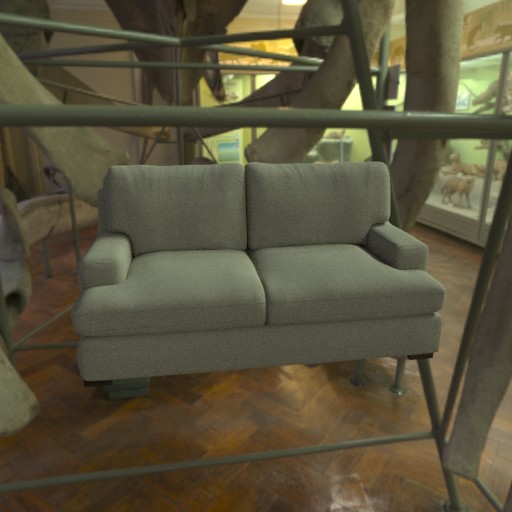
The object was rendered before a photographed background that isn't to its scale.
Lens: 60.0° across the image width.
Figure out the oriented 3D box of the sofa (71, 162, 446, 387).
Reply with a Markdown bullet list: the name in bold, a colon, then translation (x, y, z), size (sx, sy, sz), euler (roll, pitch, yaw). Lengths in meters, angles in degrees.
- **sofa**: translation (0.000, 0.000, 2.501), size (1.855, 0.980, 0.962), euler (-3, 18, -8)
